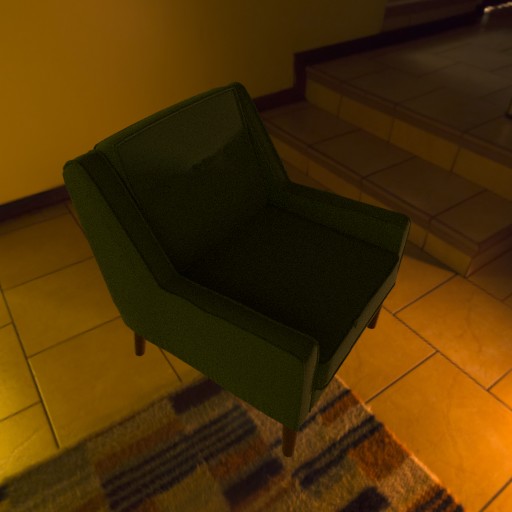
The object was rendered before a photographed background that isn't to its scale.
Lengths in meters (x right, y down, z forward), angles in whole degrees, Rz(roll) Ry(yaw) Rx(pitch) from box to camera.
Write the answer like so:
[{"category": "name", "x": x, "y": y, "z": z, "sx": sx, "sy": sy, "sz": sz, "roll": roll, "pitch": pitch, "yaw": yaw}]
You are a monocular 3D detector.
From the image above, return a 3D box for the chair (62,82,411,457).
[{"category": "chair", "x": 0.000, "y": 0.000, "z": 1.342, "sx": 0.743, "sy": 0.792, "sz": 0.663, "roll": 25, "pitch": 46, "yaw": 26}]
